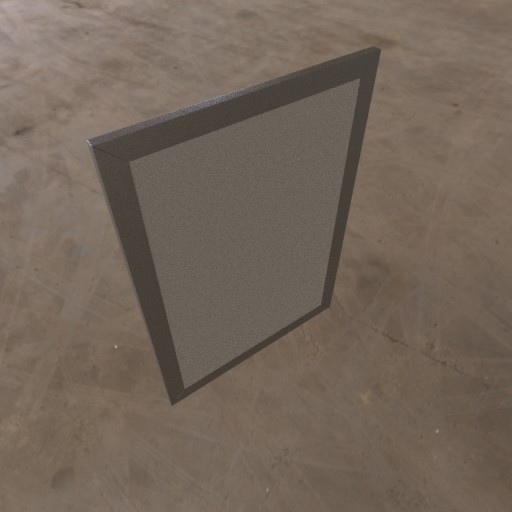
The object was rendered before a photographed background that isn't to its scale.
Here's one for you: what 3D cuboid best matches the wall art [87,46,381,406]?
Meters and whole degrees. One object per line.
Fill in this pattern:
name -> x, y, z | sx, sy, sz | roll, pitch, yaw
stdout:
wall art -> 0.000, 0.000, 0.672 | 0.376, 0.529, 0.013 | -27, 52, -24
